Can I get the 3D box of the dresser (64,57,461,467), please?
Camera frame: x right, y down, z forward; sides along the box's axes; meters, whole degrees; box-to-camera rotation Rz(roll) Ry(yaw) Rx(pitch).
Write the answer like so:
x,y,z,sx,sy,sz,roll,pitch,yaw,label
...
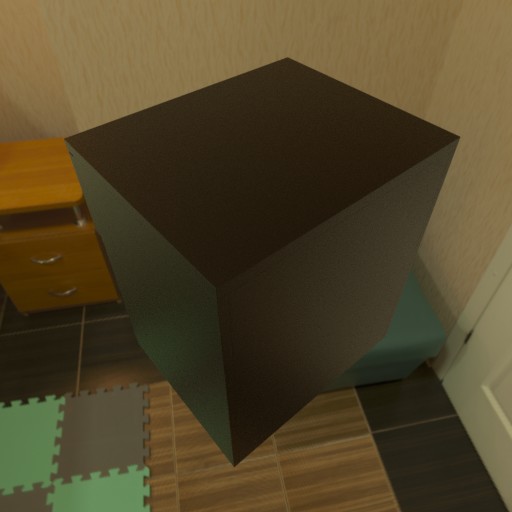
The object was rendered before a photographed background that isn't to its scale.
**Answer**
x,y,z,sx,sy,sz,roll,pitch,yaw,label
0.000,0.000,0.758,0.400,0.470,0.360,-31,54,-27,dresser
